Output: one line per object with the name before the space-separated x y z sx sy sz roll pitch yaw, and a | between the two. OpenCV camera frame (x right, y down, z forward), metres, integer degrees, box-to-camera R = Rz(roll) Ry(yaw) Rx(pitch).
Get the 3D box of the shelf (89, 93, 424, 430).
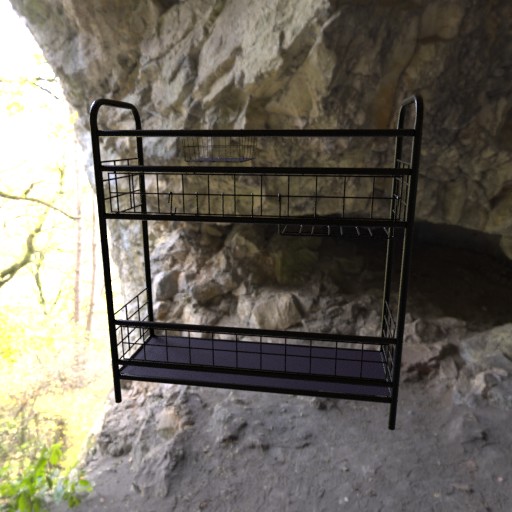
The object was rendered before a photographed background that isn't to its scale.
shelf | 0.000 0.000 1.525 0.961 1.026 0.350 2 15 9
